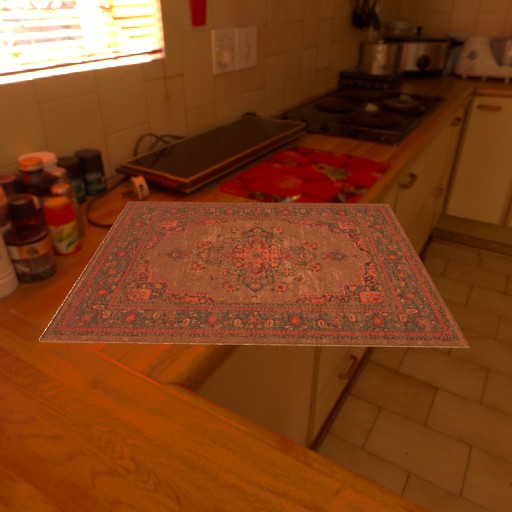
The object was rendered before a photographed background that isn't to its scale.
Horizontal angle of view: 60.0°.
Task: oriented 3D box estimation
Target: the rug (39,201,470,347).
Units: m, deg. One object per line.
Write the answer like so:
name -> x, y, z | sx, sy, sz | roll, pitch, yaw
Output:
rug -> 0.000, 0.000, 4.174 | 3.057, 0.013, 2.434 | 1, 31, 1
